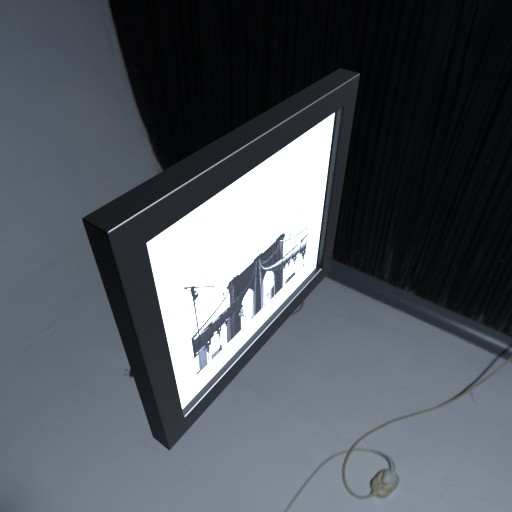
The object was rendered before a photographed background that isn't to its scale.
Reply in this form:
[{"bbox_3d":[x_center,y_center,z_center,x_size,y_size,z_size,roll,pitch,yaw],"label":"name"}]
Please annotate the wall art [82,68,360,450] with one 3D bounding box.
[{"bbox_3d":[0.000,0.000,0.533,0.028,0.330,0.380,26,48,26],"label":"wall art"}]
